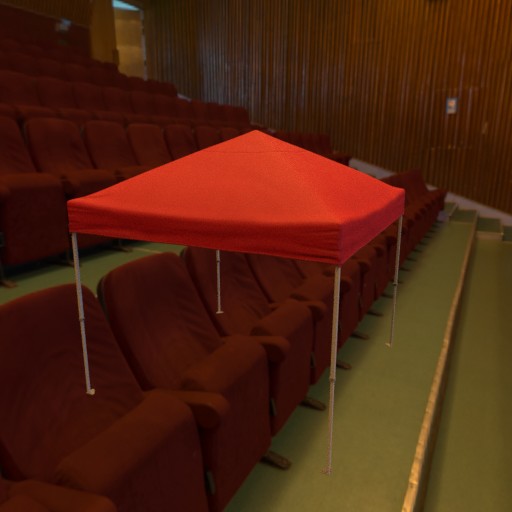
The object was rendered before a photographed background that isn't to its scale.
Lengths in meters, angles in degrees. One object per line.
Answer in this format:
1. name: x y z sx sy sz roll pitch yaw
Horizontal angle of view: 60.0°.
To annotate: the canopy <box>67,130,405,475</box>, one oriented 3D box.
1. canopy: 0.000 0.000 5.476 2.998 2.997 2.996 7 16 26
